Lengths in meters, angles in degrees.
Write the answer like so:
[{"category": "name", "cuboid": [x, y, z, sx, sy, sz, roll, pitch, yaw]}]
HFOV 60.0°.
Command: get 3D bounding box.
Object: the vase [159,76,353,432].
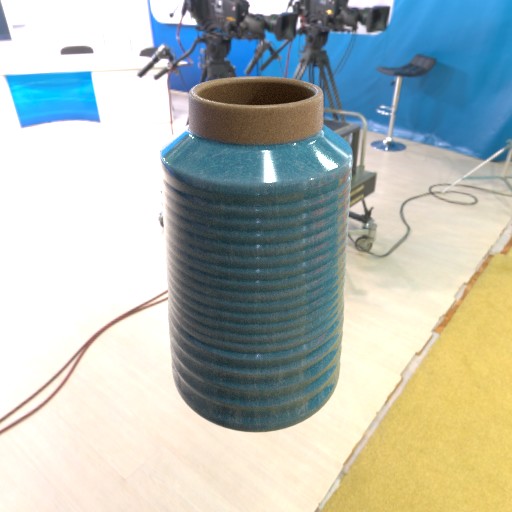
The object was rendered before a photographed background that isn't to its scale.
[{"category": "vase", "cuboid": [0.000, 0.000, 0.371, 0.163, 0.267, 0.163, 0, 33, 0]}]
